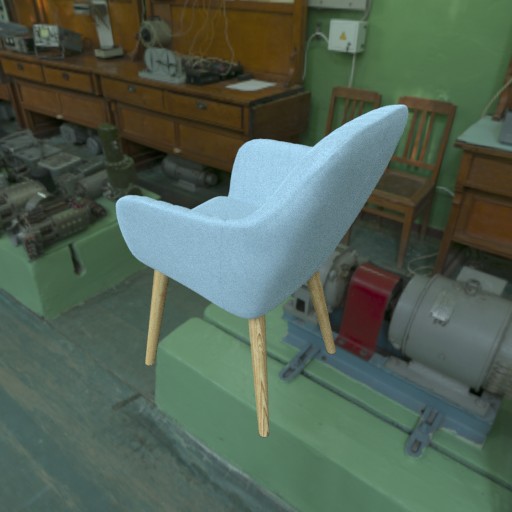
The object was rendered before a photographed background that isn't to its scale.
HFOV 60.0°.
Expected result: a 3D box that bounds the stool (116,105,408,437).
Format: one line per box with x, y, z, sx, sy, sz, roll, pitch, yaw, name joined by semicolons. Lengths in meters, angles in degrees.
0.000;0.000;1.184;0.590;0.830;0.503;22;39;30;stool
